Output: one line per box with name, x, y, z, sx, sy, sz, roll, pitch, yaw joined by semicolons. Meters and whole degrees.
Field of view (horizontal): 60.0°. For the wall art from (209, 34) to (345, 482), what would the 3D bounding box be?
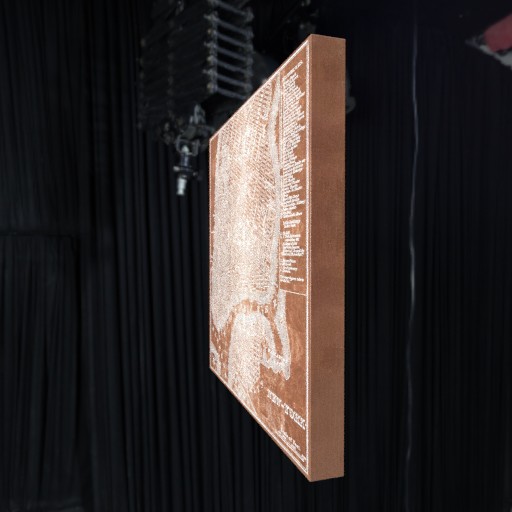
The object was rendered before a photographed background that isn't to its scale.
wall art;0.000;0.000;0.593;0.035;0.403;0.403;0;1;-19
